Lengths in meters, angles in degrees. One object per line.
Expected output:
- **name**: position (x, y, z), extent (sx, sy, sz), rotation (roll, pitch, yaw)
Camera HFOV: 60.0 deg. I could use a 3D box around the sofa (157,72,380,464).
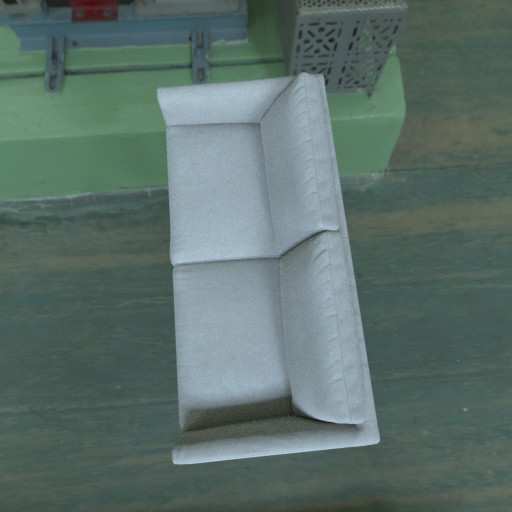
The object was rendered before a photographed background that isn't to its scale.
- **sofa**: position (0.000, 0.000, 2.771), extent (1.090, 0.838, 2.588), rotation (-5, 75, -1)
